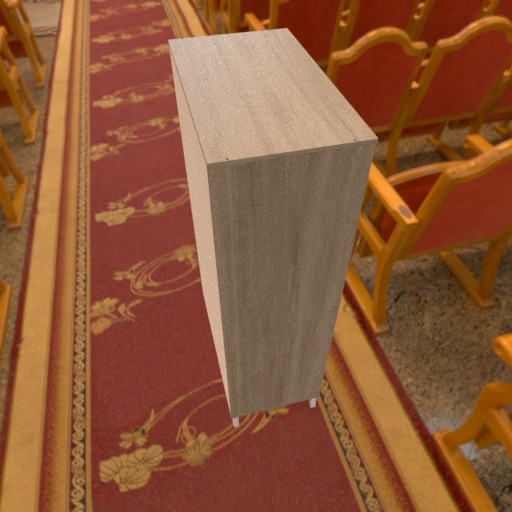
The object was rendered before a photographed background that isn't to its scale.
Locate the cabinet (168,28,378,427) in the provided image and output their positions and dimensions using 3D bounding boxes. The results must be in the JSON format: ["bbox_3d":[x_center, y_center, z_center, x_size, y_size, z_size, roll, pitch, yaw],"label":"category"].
[{"bbox_3d":[0.000,0.000,2.468,0.571,1.999,1.006,-11,47,-10],"label":"cabinet"}]
